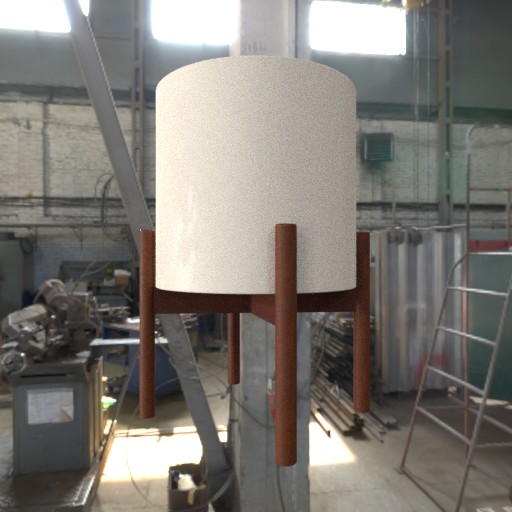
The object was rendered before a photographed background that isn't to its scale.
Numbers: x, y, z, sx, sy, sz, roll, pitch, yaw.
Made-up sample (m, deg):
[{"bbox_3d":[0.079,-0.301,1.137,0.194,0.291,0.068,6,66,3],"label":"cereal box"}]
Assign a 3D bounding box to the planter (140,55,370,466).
[{"bbox_3d":[0.000,0.000,0.947,0.417,0.670,0.417,0,0,36],"label":"planter"}]
